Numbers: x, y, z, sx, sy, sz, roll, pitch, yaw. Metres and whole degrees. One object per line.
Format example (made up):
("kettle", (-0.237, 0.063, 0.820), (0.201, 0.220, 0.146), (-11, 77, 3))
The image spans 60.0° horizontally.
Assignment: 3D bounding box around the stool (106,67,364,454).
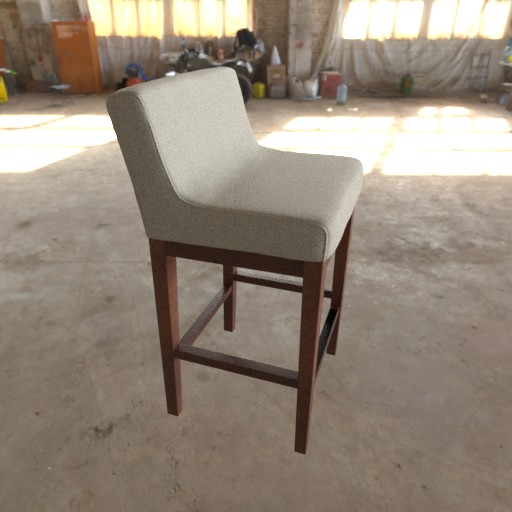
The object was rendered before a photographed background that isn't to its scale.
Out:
("stool", (0.000, 0.000, 1.247), (0.500, 0.937, 0.511), (10, 30, 17))
